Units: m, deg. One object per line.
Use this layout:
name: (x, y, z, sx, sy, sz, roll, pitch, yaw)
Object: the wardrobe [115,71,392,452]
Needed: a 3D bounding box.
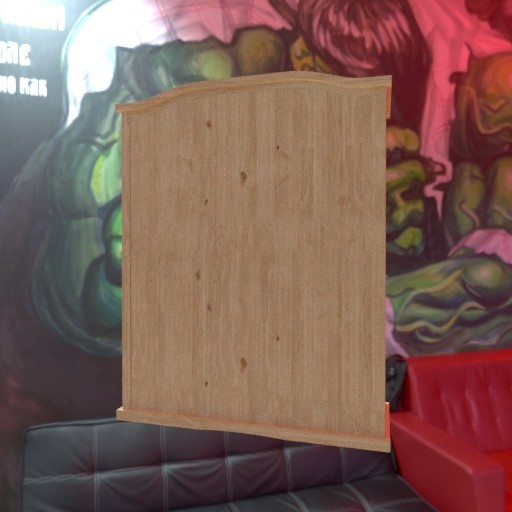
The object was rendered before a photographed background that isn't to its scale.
wardrobe: (0.000, 0.000, 2.587, 1.500, 1.870, 0.570, 0, 1, 16)
